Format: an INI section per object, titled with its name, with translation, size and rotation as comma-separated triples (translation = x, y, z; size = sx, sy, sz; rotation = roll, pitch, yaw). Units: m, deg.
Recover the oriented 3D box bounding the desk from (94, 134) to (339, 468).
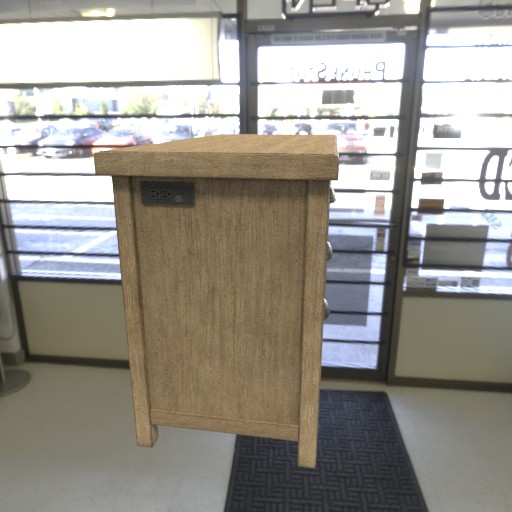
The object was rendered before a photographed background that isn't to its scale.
[desk]
translation = 0.000, 0.000, 1.804
size = 0.610, 0.912, 1.289
rotation = 3, 17, 9
